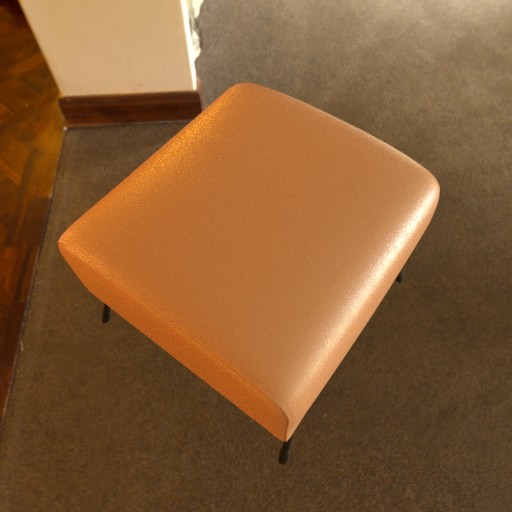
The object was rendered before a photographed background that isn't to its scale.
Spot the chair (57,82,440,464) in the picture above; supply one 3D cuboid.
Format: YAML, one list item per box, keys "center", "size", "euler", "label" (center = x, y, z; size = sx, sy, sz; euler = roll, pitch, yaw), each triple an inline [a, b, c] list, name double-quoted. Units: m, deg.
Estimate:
- center: [0.000, 0.000, 0.904]
  size: [0.530, 0.410, 0.530]
  euler: [32, 64, 18]
  label: "chair"
